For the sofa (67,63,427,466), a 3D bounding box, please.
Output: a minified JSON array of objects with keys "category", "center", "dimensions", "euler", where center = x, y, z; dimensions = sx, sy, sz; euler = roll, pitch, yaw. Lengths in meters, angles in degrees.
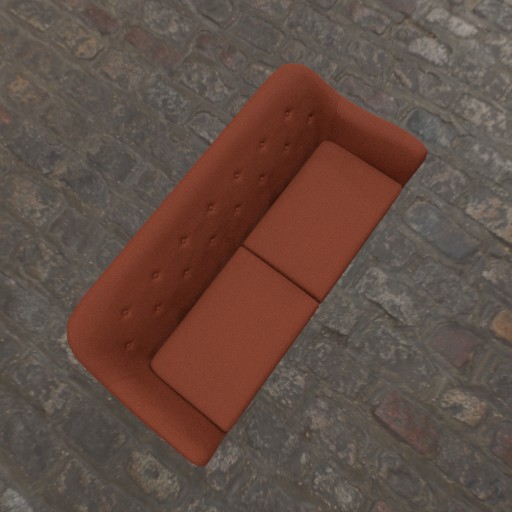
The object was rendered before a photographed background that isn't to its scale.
[{"category":"sofa","center":[0.000,0.000,2.246],"dimensions":[0.820,0.836,1.840],"euler":[36,79,8]}]
